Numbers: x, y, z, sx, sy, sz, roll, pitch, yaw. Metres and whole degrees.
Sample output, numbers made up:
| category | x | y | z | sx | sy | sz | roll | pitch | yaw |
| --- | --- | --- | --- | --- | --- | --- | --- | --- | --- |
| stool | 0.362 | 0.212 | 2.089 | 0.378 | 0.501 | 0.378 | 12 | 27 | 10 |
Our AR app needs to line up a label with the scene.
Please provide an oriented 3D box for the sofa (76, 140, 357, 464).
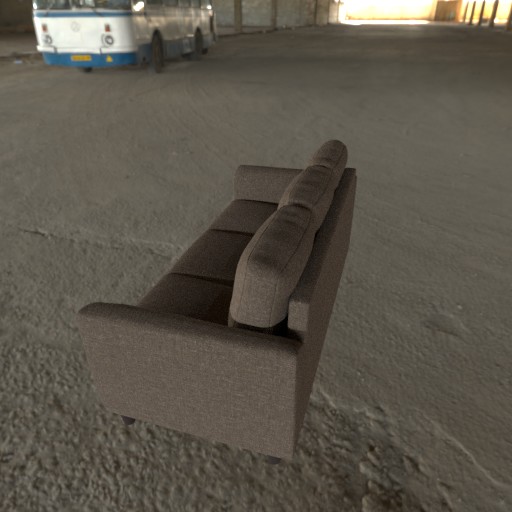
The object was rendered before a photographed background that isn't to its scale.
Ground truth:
| category | x | y | z | sx | sy | sz | roll | pitch | yaw |
| --- | --- | --- | --- | --- | --- | --- | --- | --- | --- |
| sofa | 0.000 | 0.000 | 2.333 | 0.837 | 0.891 | 1.847 | 8 | 30 | 15 |
